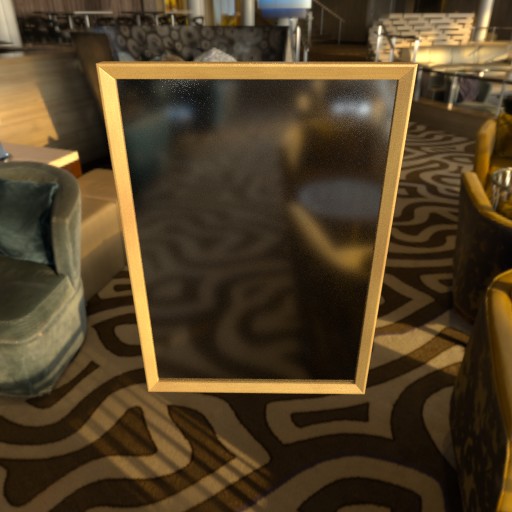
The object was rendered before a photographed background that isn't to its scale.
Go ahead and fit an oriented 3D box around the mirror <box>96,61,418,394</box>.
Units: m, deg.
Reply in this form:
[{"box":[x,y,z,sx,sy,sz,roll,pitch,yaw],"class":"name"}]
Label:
[{"box":[0.000,0.000,0.884,0.507,0.710,0.039,0,29,1],"class":"mirror"}]
